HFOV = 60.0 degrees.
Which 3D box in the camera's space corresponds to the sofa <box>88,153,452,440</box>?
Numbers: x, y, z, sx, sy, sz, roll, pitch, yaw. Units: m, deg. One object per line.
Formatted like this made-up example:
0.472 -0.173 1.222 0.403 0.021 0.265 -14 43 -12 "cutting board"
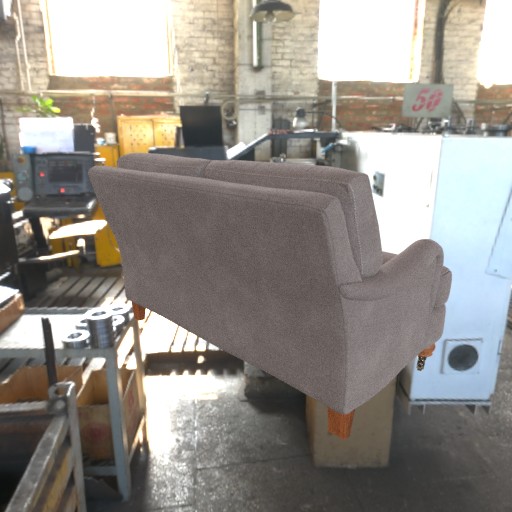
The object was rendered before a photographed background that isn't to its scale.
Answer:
0.000 0.000 2.499 1.084 1.101 1.853 -15 22 -42 "sofa"
